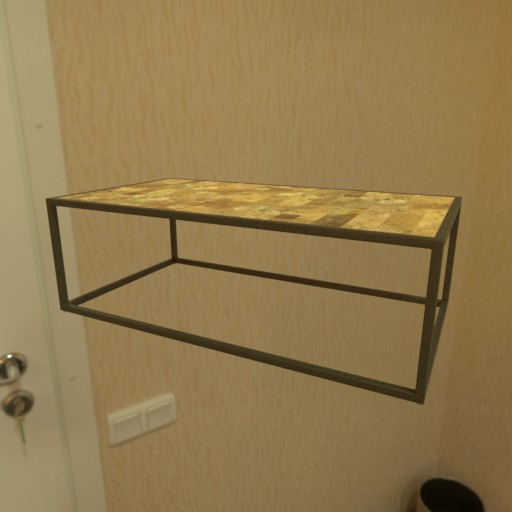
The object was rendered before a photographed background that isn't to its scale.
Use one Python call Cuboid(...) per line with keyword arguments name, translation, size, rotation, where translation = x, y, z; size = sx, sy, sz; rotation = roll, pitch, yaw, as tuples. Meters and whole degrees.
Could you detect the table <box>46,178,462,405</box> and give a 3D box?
Cuboid(name="table", translation=(0.000, 0.000, 1.504), size=(1.199, 0.398, 0.649), rotation=(8, 18, 26))
